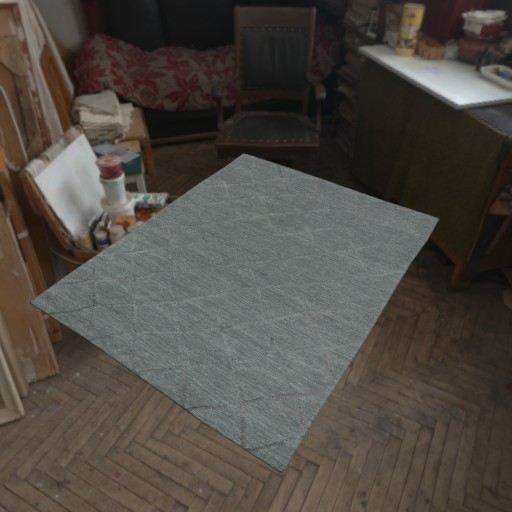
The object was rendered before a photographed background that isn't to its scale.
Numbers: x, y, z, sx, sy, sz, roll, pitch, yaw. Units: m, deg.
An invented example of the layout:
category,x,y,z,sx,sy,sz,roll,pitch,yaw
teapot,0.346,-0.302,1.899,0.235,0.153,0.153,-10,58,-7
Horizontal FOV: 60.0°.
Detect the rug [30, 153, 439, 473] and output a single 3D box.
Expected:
category,x,y,z,sx,sy,sz,roll,pitch,yaw
rug,0.000,0.000,4.038,2.438,0.013,3.048,24,47,25
